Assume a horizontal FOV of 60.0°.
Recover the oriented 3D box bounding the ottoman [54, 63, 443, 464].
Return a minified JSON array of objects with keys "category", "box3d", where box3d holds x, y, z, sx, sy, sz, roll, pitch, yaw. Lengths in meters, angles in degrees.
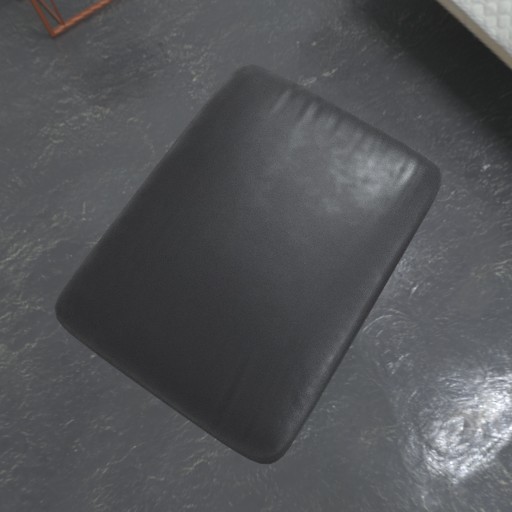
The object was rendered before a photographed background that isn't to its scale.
[{"category":"ottoman","box3d":[0.000,0.000,1.086,0.570,0.402,0.764,32,77,8]}]
